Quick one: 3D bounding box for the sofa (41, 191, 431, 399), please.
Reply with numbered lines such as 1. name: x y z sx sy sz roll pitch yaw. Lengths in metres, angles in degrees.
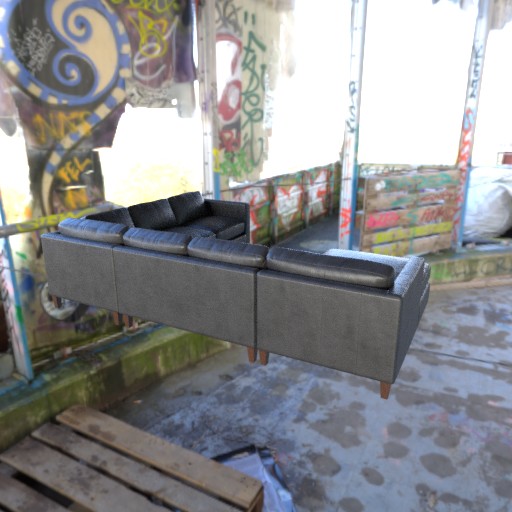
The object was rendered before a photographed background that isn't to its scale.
1. sofa: 0.000 0.000 4.550 3.324 0.891 2.452 9 19 27
